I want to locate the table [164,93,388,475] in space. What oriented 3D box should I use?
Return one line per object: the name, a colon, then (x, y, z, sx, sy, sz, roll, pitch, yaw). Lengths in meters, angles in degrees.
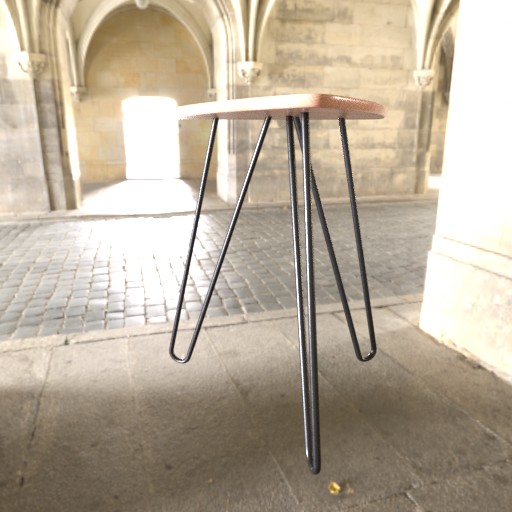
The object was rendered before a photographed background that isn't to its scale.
table: (0.000, 0.000, 0.888, 0.455, 0.564, 0.442, 7, 16, 25)
